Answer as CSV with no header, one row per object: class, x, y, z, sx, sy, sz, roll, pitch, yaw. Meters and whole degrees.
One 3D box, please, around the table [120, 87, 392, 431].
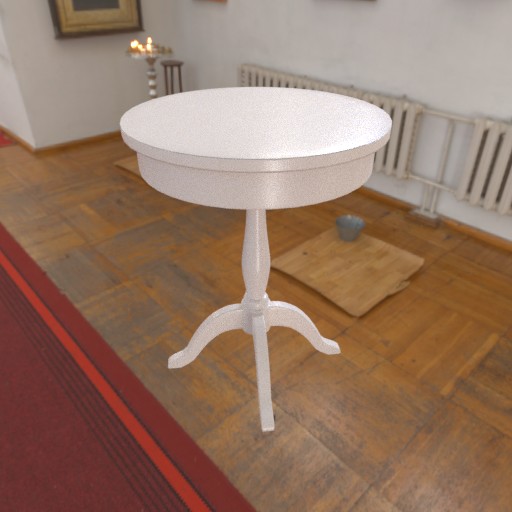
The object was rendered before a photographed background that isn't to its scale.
table,0.000,0.000,1.034,0.513,0.653,0.513,0,32,0
